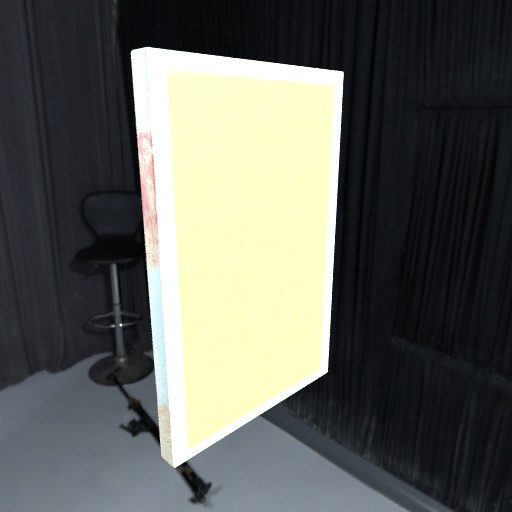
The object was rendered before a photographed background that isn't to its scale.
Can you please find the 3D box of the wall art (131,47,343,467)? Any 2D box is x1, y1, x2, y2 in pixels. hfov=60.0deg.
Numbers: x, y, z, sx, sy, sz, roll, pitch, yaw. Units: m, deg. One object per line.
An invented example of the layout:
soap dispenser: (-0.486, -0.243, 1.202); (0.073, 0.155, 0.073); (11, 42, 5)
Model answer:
wall art: (0.000, 0.000, 0.758); (0.401, 0.610, 0.038); (-16, 23, -42)
